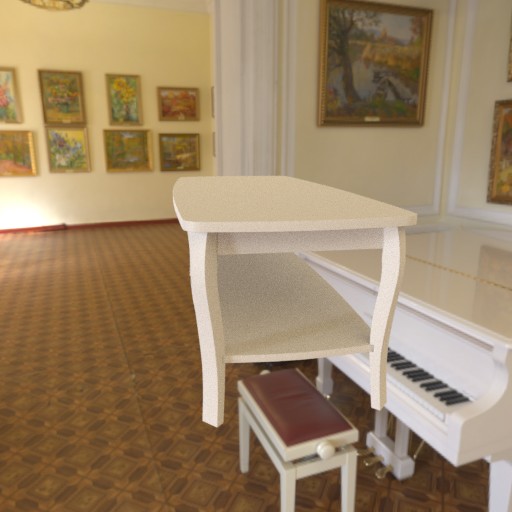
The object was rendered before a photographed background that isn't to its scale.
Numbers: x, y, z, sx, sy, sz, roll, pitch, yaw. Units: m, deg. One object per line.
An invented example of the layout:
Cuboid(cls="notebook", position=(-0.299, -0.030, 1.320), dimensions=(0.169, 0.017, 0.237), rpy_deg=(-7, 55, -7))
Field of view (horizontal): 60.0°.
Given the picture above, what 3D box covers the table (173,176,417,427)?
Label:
Cuboid(cls="table", position=(0.000, 0.000, 1.578), dimensions=(0.561, 0.474, 1.334), rpy_deg=(-2, 14, -9))
